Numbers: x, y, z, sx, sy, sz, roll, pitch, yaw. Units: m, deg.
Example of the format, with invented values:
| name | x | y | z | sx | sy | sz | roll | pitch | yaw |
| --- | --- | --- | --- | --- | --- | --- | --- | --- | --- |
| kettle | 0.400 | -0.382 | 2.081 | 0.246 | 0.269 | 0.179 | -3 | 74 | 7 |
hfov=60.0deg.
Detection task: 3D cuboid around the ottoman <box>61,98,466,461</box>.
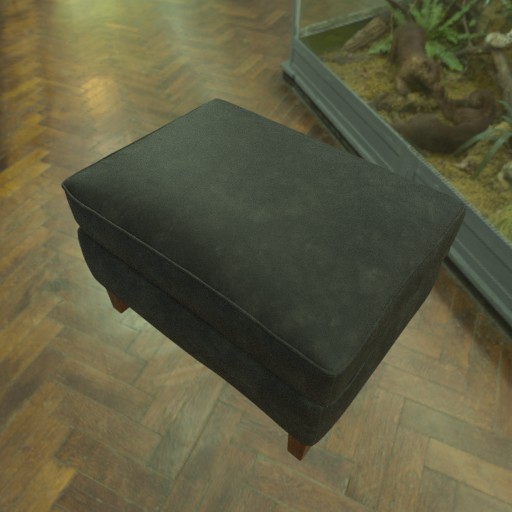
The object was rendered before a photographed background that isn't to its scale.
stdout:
| name | x | y | z | sx | sy | sz | roll | pitch | yaw |
| --- | --- | --- | --- | --- | --- | --- | --- | --- | --- |
| ottoman | 0.000 | 0.000 | 0.965 | 0.665 | 0.413 | 0.501 | 31 | 54 | 26 |
